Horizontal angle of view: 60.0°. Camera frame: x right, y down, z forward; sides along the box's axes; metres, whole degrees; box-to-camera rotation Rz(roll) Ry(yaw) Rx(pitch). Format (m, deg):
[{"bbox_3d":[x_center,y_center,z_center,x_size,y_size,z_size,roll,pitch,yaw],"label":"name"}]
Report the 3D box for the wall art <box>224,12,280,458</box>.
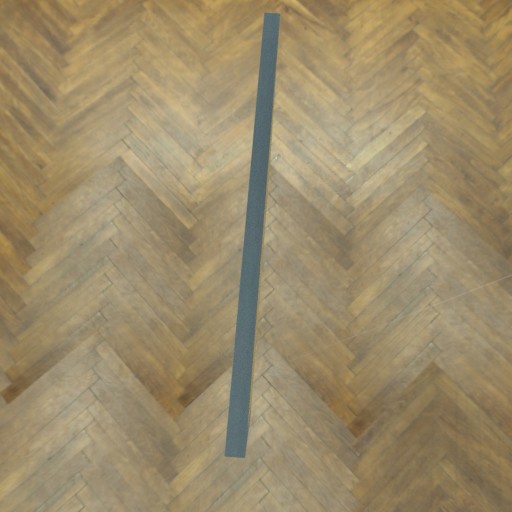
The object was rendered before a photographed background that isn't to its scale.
[{"bbox_3d":[0.000,0.000,0.895,0.026,0.558,0.660,4,75,1],"label":"wall art"}]
